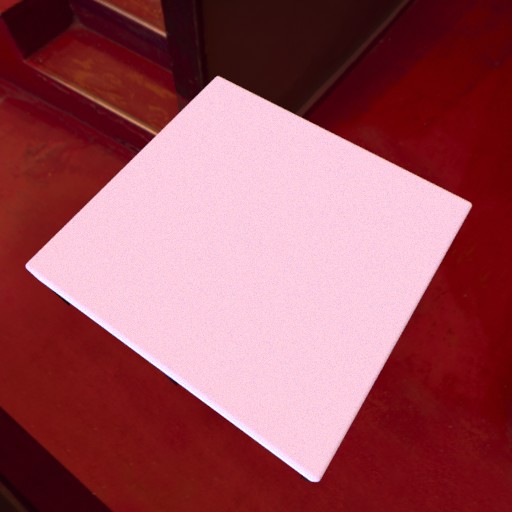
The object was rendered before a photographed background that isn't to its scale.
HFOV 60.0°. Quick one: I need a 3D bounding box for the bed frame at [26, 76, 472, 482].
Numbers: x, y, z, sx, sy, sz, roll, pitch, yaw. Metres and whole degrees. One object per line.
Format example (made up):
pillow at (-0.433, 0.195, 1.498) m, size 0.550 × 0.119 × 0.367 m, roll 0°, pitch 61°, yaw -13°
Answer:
bed frame at (0.000, 0.000, 3.051) m, size 2.079 × 0.659 × 1.963 m, roll 32°, pitch 68°, yaw 15°
